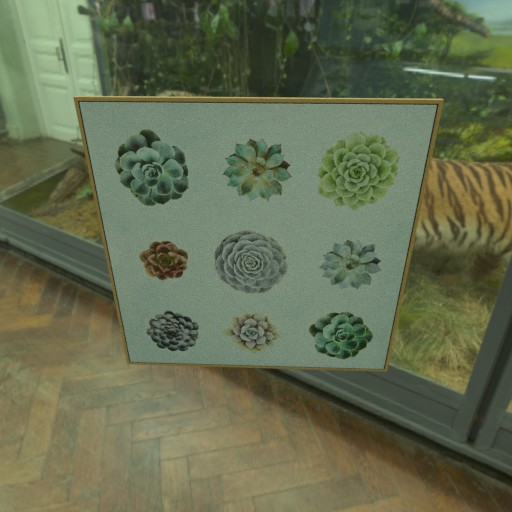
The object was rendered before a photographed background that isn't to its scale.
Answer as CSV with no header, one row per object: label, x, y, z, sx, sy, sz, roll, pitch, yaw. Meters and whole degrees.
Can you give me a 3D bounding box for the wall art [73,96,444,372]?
wall art,0.000,0.000,1.401,0.962,0.959,0.013,1,31,2
